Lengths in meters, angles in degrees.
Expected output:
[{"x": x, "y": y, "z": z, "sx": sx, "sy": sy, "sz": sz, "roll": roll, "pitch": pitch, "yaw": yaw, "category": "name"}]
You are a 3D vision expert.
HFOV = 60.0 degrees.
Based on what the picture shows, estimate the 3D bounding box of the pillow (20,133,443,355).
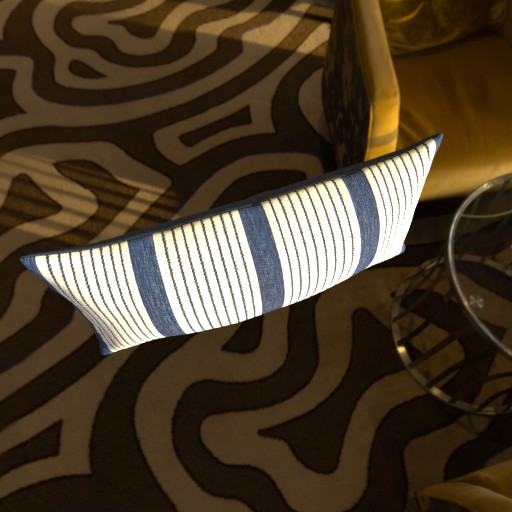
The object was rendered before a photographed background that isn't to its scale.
[{"x": 0.000, "y": 0.000, "z": 0.717, "sx": 0.608, "sy": 0.292, "sz": 0.156, "roll": -18, "pitch": 65, "yaw": -9, "category": "pillow"}]
